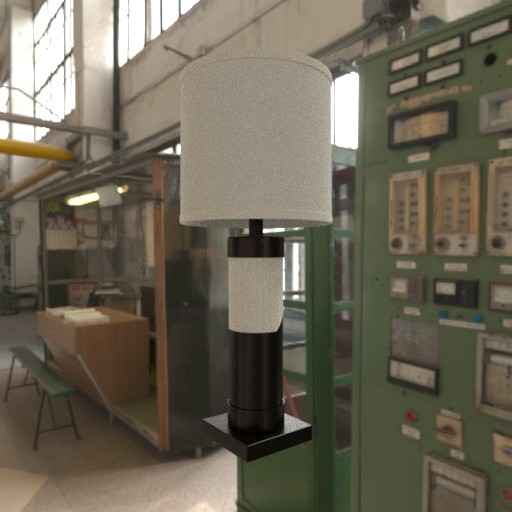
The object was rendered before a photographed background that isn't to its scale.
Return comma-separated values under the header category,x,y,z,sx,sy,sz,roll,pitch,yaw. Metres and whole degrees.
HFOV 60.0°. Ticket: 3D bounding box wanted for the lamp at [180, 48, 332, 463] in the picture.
category,x,y,z,sx,sy,sz,roll,pitch,yaw
lamp,0.000,0.000,0.622,0.211,0.509,0.211,0,1,-37
